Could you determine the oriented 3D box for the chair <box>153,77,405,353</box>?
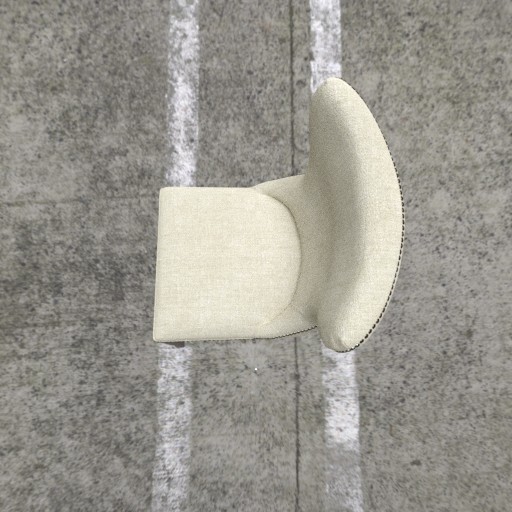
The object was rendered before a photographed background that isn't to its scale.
[{"bbox_3d":[0.000,0.000,1.451,0.681,1.002,0.654,-1,76,0],"label":"chair"}]
